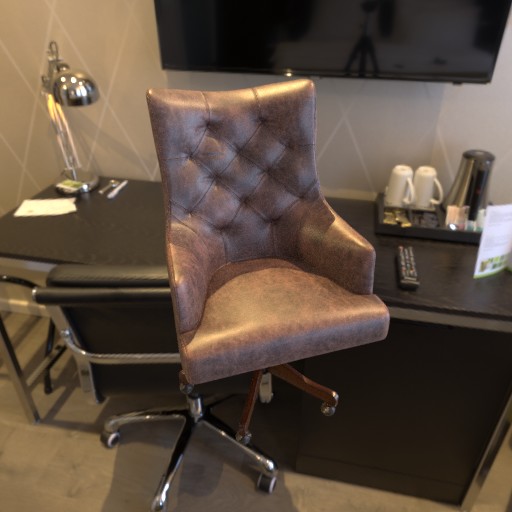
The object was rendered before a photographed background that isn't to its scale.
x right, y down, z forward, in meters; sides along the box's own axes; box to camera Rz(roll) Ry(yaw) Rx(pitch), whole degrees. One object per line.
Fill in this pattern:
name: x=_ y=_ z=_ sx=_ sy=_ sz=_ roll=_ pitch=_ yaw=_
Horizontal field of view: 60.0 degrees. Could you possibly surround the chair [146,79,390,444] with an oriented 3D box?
chair: x=0.000 y=0.000 z=1.525 sx=0.641 sy=1.035 sz=0.762 roll=-10 pitch=33 yaw=-15
